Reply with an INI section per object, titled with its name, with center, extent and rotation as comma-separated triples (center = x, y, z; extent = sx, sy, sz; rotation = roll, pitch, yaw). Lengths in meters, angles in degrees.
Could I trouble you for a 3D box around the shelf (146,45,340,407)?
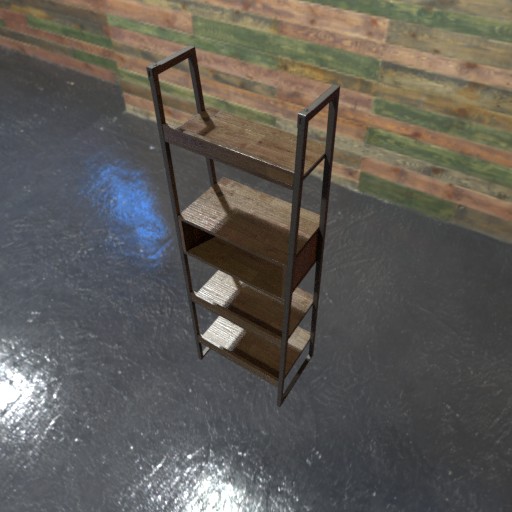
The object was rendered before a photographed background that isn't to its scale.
[shelf]
center = 0.000, 0.000, 2.331
extent = 0.652, 2.005, 0.454
rotation = 25, 51, 22
